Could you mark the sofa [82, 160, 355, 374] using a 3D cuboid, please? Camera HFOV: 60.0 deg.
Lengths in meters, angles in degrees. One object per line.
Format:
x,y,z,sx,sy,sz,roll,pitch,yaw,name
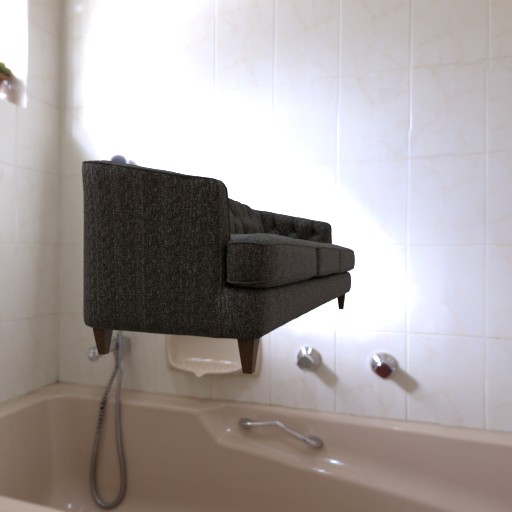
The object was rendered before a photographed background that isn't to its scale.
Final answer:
0.000,0.000,2.719,0.941,0.855,2.278,0,0,20,sofa
